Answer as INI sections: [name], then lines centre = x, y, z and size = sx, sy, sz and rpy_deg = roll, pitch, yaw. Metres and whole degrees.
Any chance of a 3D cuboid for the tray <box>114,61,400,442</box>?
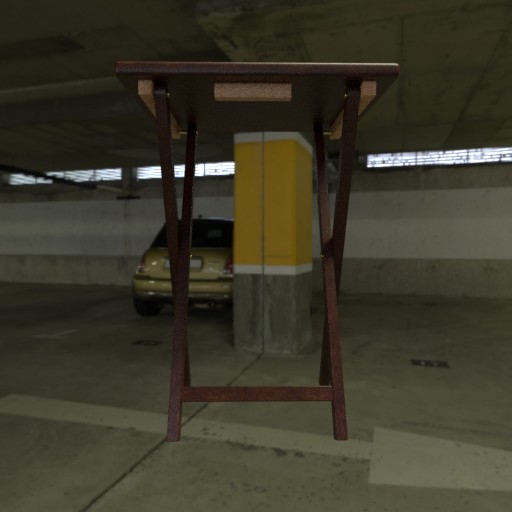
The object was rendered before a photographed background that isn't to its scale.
[tray]
centre = 0.000, 0.000, 0.940
size = 0.483, 0.660, 0.381
rpy_deg = 0, 2, -1
